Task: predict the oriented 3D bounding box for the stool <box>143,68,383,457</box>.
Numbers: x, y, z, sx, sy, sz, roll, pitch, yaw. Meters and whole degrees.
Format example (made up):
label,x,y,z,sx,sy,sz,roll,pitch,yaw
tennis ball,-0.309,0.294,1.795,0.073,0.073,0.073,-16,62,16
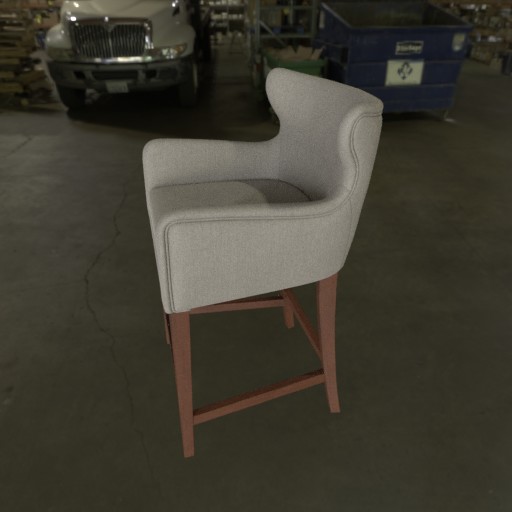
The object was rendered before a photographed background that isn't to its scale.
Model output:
label,x,y,z,sx,sy,sz,roll,pitch,yaw
stool,0.000,0.000,1.304,0.575,0.951,0.575,-8,31,-13
